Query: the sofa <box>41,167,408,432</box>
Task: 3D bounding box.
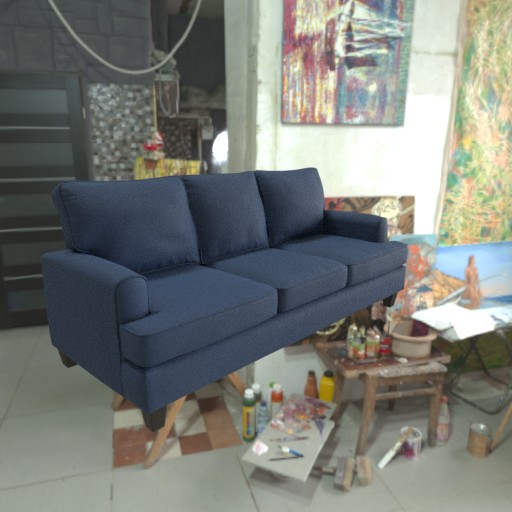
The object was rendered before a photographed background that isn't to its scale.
[{"bbox_3d":[0.000,0.000,2.652,0.951,0.965,2.158,13,19,42],"label":"sofa"}]
